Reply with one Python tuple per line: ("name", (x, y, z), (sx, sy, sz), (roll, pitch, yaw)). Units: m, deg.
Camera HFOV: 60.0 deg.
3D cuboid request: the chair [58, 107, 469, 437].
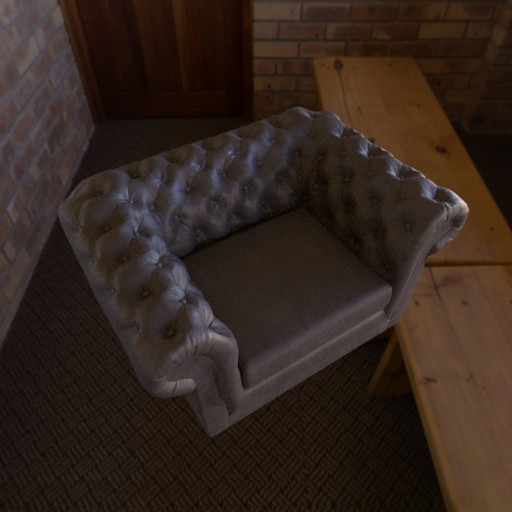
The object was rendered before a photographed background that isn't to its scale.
("chair", (0.000, 0.000, 1.864), (1.298, 0.780, 0.943), (-25, 51, -22))
